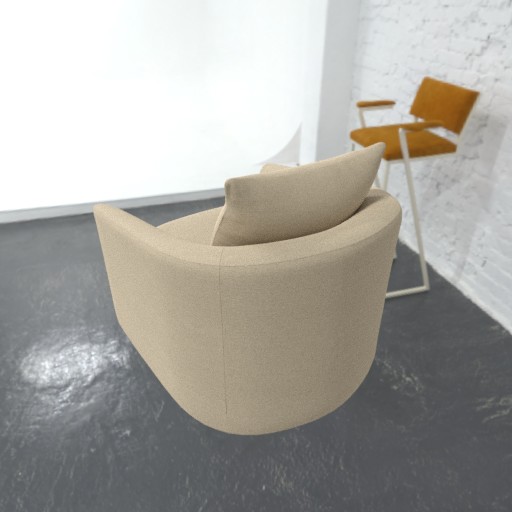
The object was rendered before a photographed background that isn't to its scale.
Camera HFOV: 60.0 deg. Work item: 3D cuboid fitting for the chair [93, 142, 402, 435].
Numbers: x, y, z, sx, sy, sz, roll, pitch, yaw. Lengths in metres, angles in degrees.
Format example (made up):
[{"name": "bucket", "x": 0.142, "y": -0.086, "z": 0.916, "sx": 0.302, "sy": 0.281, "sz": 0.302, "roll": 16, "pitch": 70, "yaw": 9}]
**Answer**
[{"name": "chair", "x": 0.000, "y": 0.000, "z": 1.582, "sx": 0.845, "sy": 0.848, "sz": 0.910, "roll": -20, "pitch": 36, "yaw": -31}]
